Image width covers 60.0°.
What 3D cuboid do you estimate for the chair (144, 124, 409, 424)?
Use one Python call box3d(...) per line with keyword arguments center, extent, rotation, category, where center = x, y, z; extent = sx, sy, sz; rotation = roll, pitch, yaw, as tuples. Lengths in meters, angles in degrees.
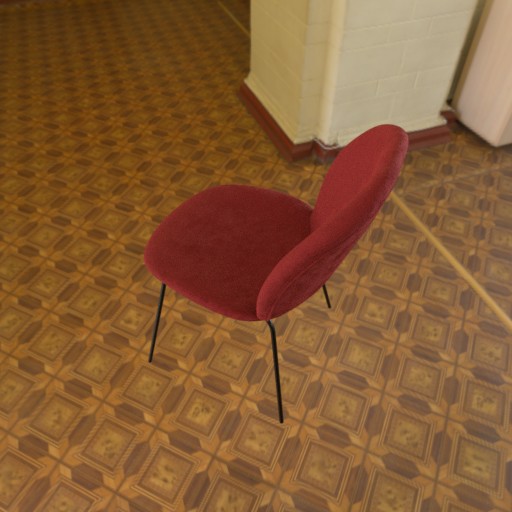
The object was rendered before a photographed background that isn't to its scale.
box3d(center=(0.000, 0.000, 1.165), extent=(0.587, 0.791, 0.458), rotation=(18, 50, 16), category="chair")
